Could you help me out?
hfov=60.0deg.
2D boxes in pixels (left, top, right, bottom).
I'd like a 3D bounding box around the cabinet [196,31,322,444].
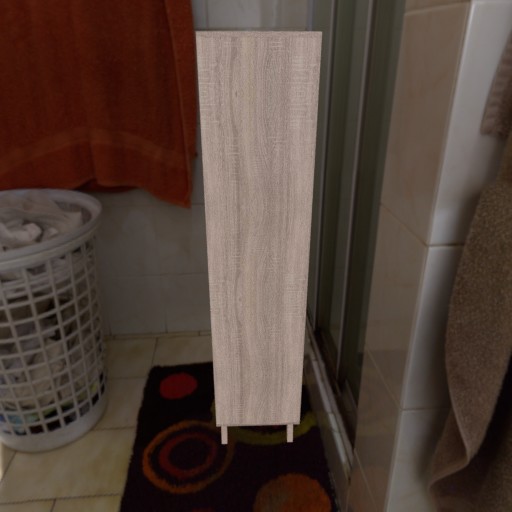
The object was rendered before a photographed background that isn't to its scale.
[{"bbox_3d":[0.000,0.000,2.060,0.400,1.850,0.570,-1,26,-2],"label":"cabinet"}]
